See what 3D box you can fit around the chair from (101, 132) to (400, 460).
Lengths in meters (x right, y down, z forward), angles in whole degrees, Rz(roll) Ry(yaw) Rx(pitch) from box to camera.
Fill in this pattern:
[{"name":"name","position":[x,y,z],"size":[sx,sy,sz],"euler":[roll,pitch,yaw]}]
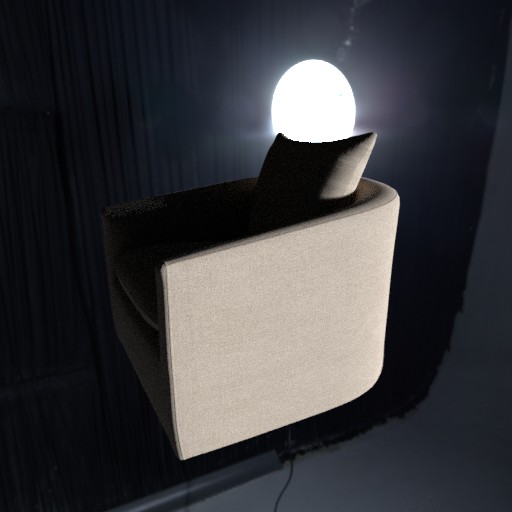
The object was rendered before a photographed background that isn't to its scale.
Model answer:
[{"name":"chair","position":[0.000,0.000,1.571],"size":[0.910,0.848,0.845],"euler":[-8,18,-26]}]
